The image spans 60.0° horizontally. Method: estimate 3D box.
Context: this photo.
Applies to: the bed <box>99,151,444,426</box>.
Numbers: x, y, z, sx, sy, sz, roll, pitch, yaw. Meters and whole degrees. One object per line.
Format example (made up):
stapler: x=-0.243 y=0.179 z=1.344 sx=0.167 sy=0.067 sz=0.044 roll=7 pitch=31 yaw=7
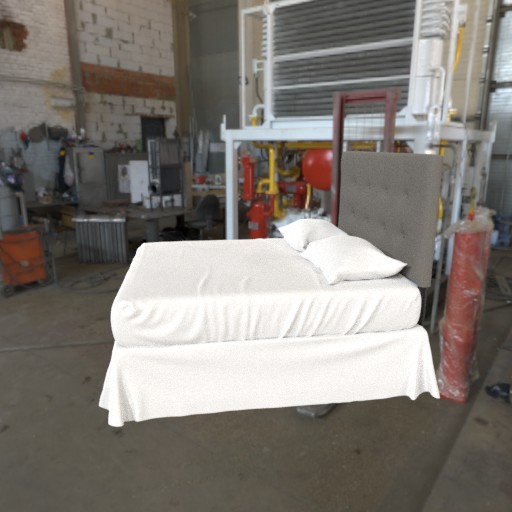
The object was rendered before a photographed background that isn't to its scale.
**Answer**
bed: x=0.000 y=0.000 z=3.467 sx=2.222 sy=1.577 sz=1.936 roll=-2 pitch=14 yaw=-8
